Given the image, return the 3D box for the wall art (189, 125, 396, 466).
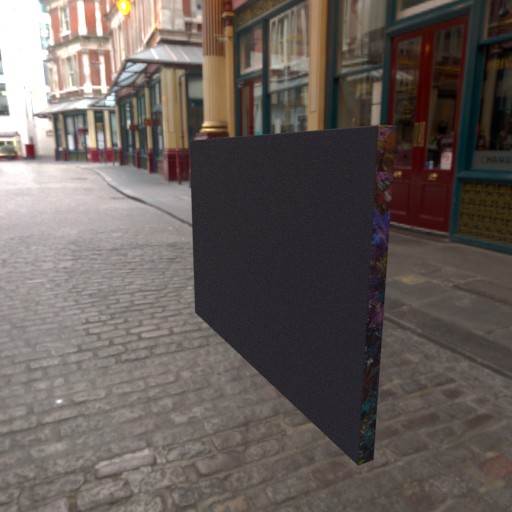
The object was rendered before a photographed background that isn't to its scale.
[{"bbox_3d":[0.000,0.000,1.153,0.037,0.604,0.908,-6,14,-26],"label":"wall art"}]
